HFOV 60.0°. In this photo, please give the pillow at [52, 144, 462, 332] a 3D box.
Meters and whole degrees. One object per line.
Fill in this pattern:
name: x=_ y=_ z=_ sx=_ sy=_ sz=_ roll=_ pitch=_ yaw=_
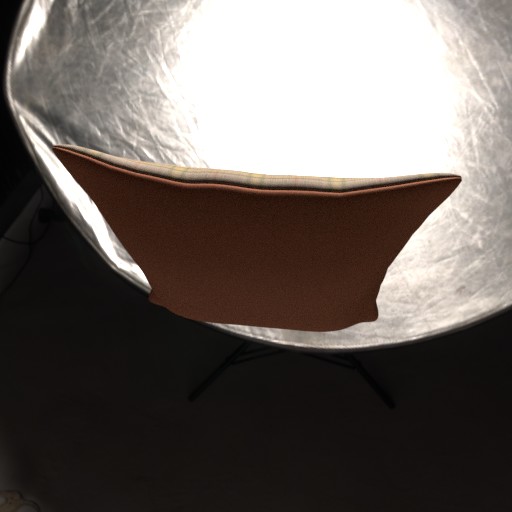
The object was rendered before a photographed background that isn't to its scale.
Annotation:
pillow: x=0.000 y=0.000 z=0.679 sx=0.453 sy=0.430 sz=0.200 roll=5 pitch=47 yaw=5
